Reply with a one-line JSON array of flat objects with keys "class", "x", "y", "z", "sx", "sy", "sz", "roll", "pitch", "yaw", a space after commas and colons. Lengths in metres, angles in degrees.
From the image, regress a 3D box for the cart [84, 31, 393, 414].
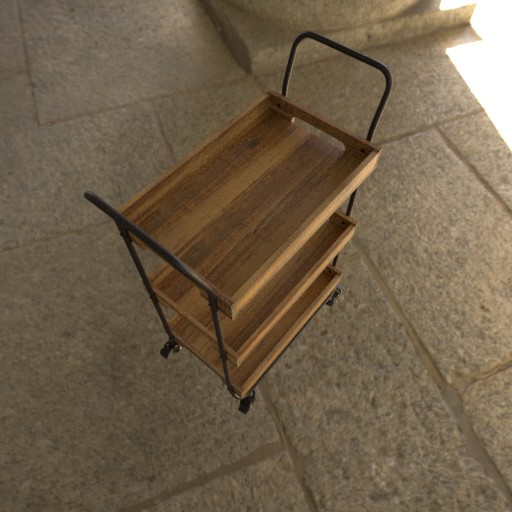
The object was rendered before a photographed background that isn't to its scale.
[{"class": "cart", "x": 0.000, "y": 0.000, "z": 1.128, "sx": 0.339, "sy": 0.857, "sz": 0.583, "roll": 35, "pitch": 64, "yaw": 20}]
